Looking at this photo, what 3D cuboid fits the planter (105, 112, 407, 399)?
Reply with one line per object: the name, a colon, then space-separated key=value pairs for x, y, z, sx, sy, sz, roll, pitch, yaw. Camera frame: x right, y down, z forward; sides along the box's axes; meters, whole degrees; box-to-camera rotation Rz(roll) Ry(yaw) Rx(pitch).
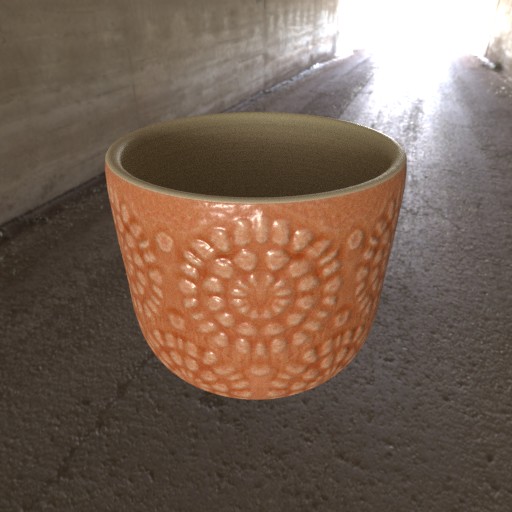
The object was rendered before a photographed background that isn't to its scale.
planter: x=0.000 y=0.000 z=0.214 sx=0.124 sy=0.109 sz=0.124 roll=0 pitch=30 yaw=0
